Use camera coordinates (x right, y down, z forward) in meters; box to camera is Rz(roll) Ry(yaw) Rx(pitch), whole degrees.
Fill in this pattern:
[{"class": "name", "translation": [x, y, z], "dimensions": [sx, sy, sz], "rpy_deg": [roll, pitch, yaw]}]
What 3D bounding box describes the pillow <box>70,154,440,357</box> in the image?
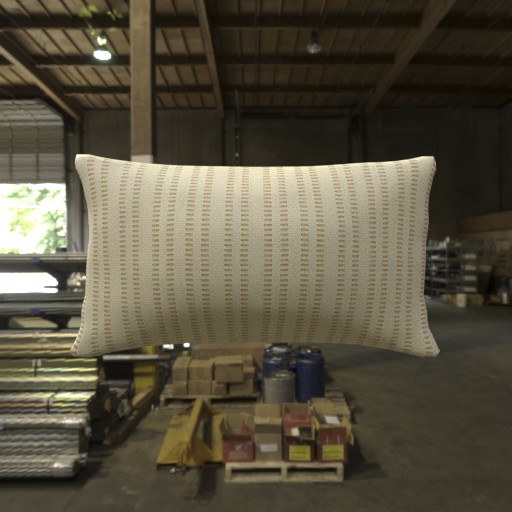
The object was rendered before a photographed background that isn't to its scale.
[{"class": "pillow", "translation": [0.000, 0.000, 0.782], "dimensions": [0.640, 0.353, 0.210], "rpy_deg": [0, 0, -1]}]
